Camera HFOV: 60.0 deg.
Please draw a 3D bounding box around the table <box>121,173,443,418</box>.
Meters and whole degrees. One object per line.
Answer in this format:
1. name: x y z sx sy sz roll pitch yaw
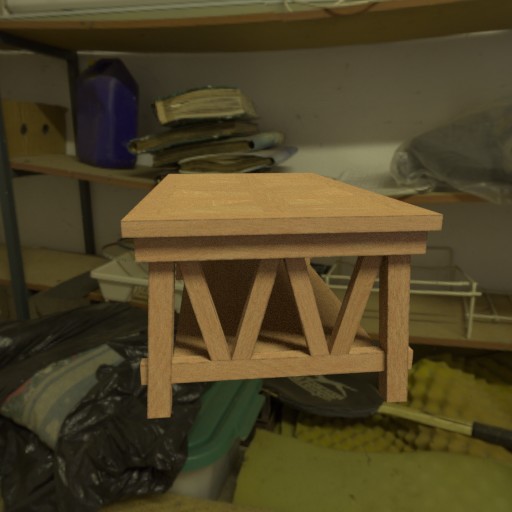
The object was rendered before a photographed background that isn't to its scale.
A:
1. table: 0.000 0.000 1.640 0.711 0.507 1.270 -2 15 -6
